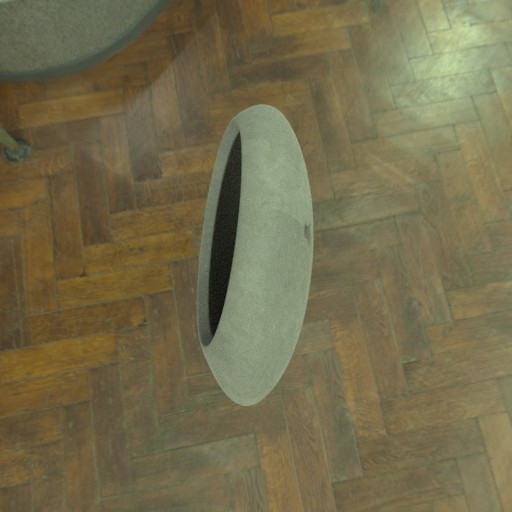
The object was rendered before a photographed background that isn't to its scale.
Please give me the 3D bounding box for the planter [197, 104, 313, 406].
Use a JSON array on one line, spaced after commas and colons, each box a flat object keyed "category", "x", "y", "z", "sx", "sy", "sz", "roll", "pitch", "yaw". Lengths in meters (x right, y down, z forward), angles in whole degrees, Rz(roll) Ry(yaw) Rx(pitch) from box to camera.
[{"category": "planter", "x": 0.000, "y": 0.000, "z": 0.288, "sx": 0.071, "sy": 0.188, "sz": 0.185, "roll": 4, "pitch": 76, "yaw": 1}]
